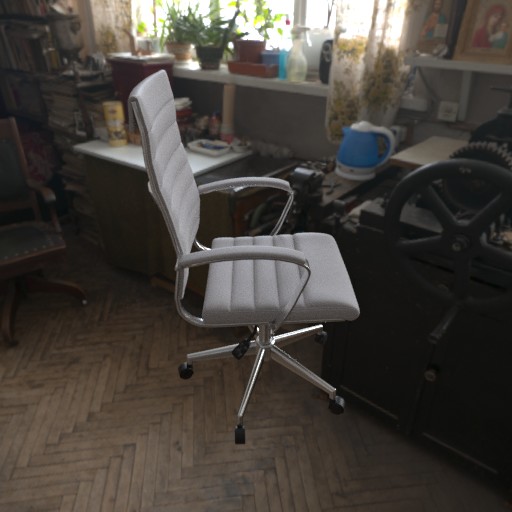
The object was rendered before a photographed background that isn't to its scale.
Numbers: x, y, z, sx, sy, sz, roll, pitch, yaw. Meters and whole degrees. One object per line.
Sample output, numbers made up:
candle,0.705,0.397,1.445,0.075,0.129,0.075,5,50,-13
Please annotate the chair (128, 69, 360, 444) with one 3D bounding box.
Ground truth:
chair,0.000,0.000,1.543,0.667,1.149,0.679,0,31,-1
